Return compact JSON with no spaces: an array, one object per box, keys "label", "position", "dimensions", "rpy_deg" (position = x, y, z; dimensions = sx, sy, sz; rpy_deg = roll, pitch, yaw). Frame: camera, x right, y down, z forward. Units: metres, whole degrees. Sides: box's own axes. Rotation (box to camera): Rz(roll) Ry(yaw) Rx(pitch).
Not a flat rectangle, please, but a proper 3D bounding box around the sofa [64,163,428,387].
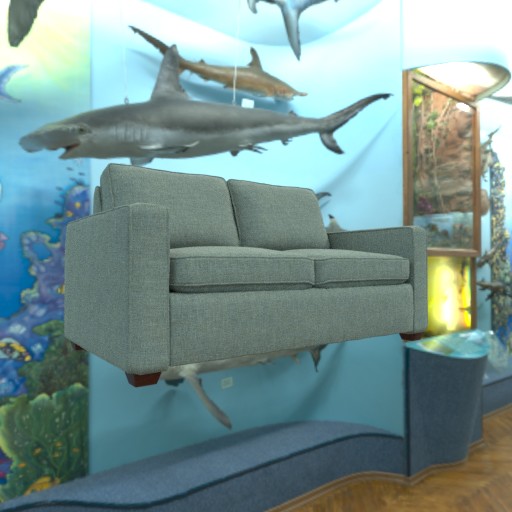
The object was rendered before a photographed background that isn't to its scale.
[{"label":"sofa","position":[0.000,0.000,2.307],"dimensions":[1.706,0.915,0.945],"rpy_deg":[1,-1,-36]}]
